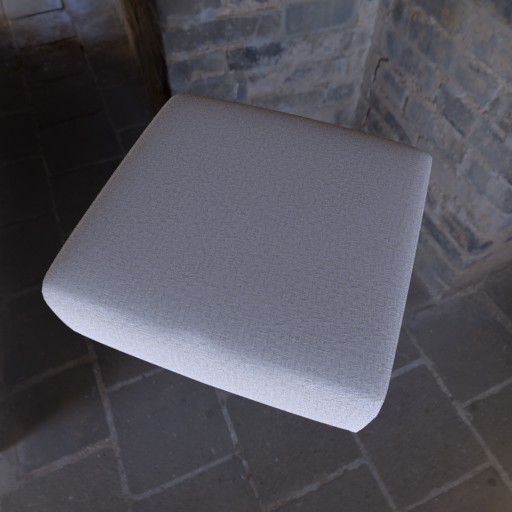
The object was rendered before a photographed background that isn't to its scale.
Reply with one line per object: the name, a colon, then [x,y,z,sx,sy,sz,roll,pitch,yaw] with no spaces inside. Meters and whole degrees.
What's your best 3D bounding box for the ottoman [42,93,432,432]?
ottoman: [0.000,0.000,1.054,0.655,0.399,0.648,17,59,10]
